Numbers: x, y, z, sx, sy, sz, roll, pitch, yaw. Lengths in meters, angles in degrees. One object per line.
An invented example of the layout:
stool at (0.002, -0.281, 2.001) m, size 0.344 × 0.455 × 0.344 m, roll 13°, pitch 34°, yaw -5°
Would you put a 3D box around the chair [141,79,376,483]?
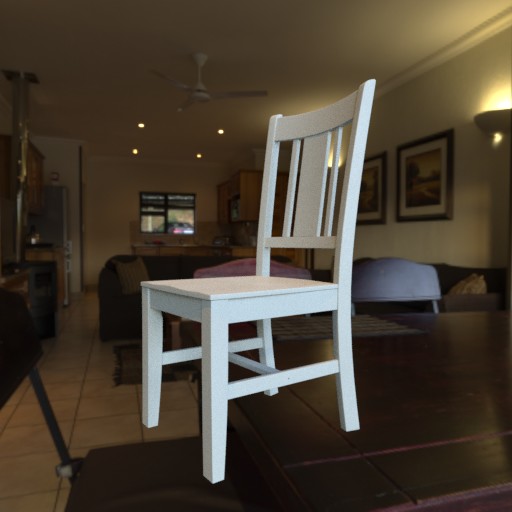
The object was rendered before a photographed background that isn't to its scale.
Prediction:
chair at (0.000, 0.000, 1.296) m, size 0.555 × 0.998 × 0.450 m, roll -1°, pitch 2°, yaw -36°
